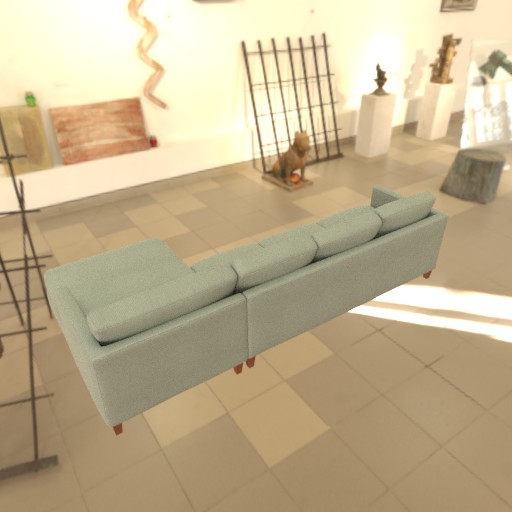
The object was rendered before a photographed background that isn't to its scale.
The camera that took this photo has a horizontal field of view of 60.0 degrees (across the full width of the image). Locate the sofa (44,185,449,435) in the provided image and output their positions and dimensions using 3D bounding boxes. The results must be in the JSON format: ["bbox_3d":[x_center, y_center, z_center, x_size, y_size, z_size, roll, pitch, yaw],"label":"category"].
[{"bbox_3d":[0.000,0.000,4.104,3.471,0.950,1.604,-20,37,-29],"label":"sofa"}]
